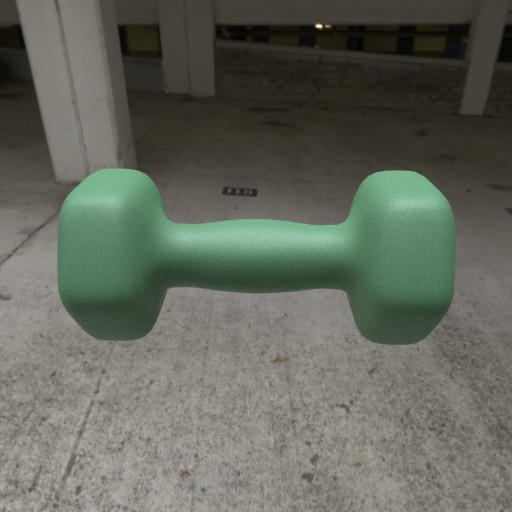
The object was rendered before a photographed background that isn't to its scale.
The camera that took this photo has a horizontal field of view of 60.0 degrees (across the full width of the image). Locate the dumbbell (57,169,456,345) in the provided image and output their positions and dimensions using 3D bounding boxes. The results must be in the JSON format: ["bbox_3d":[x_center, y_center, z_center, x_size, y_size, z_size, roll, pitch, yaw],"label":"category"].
[{"bbox_3d":[0.000,0.000,0.317,0.257,0.114,0.126,1,29,2],"label":"dumbbell"}]
